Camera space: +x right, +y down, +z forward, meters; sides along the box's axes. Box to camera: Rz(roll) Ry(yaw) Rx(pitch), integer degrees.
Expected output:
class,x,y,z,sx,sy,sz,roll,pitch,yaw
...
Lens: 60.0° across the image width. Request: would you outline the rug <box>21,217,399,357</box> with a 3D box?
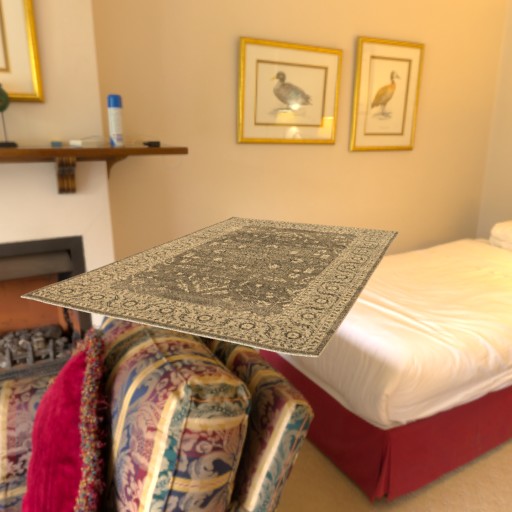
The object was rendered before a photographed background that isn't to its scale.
class,x,y,z,sx,sy,sz,roll,pitch,yaw
rug,0.000,0.000,2.291,1.209,0.019,1.828,7,17,23
